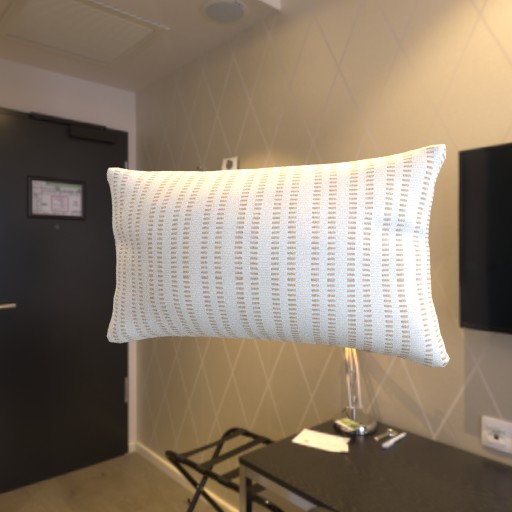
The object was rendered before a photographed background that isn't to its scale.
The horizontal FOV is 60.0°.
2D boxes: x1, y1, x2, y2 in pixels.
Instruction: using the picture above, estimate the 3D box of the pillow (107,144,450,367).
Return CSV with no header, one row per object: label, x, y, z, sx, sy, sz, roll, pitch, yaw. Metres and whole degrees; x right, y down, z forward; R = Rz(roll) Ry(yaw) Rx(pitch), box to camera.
pillow,0.000,0.000,0.790,0.640,0.353,0.210,0,0,18
